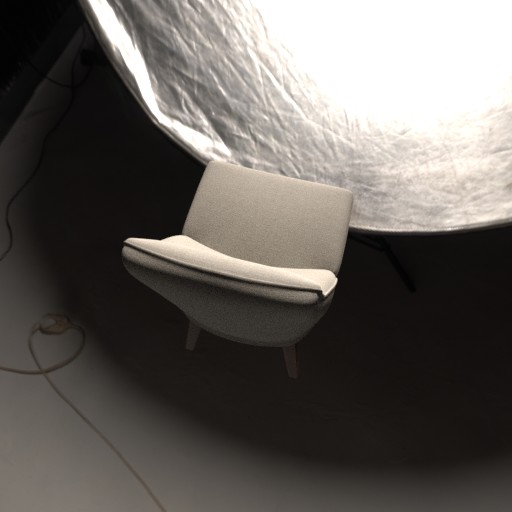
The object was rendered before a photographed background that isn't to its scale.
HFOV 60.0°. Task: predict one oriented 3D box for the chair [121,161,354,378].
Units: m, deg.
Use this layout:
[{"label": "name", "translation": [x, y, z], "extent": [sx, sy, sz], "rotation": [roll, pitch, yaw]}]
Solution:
[{"label": "chair", "translation": [0.000, 0.000, 1.307], "extent": [0.500, 0.930, 0.620], "rotation": [14, 64, 7]}]
